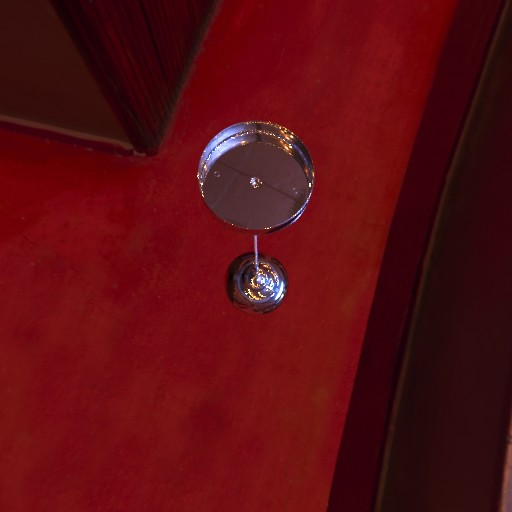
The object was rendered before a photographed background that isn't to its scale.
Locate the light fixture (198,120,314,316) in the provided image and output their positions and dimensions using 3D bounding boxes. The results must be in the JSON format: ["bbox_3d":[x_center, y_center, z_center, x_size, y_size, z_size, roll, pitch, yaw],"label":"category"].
[{"bbox_3d":[0.000,0.000,1.688,0.336,1.538,0.336,12,77,3],"label":"light fixture"}]
